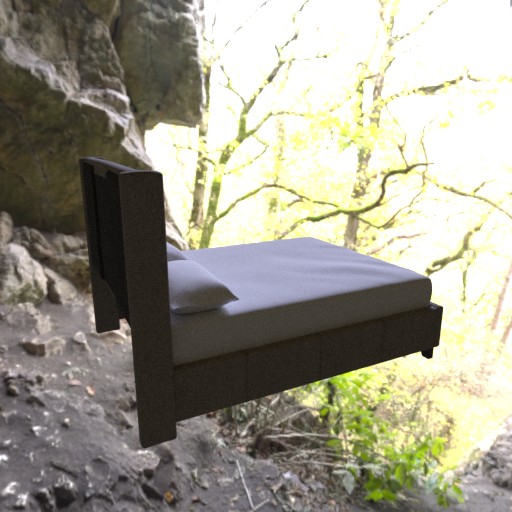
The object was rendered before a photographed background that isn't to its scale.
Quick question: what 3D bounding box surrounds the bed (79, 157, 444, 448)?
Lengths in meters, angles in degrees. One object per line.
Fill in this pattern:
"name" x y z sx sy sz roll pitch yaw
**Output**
"bed" 0.000 0.000 3.410 2.245 1.476 1.714 -8 17 -26
